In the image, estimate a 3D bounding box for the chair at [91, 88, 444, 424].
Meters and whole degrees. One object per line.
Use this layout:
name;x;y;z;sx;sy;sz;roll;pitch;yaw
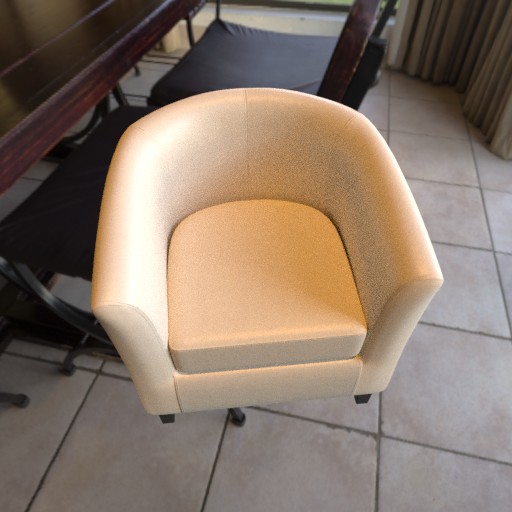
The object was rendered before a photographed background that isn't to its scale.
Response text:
chair;0.000;0.000;1.366;0.792;0.756;0.727;-4;46;-4
